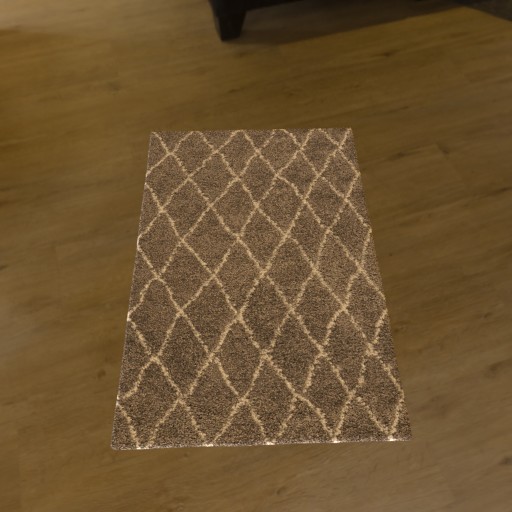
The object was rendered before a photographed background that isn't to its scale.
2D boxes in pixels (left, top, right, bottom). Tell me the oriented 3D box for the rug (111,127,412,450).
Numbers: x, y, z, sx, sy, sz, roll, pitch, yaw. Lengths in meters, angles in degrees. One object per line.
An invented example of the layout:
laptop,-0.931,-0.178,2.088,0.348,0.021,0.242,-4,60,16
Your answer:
rug,0.000,0.000,2.243,1.219,0.030,1.778,-1,59,-1
